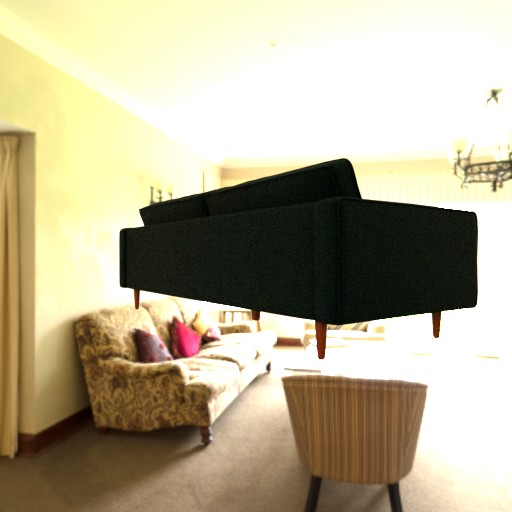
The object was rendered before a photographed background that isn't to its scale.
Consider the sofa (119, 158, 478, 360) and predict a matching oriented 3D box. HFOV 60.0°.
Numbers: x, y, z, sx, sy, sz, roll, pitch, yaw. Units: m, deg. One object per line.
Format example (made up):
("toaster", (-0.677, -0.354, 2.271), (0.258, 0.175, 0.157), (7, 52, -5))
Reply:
("sofa", (0.000, 0.000, 2.614), (0.914, 0.762, 2.210), (0, 0, -36))
